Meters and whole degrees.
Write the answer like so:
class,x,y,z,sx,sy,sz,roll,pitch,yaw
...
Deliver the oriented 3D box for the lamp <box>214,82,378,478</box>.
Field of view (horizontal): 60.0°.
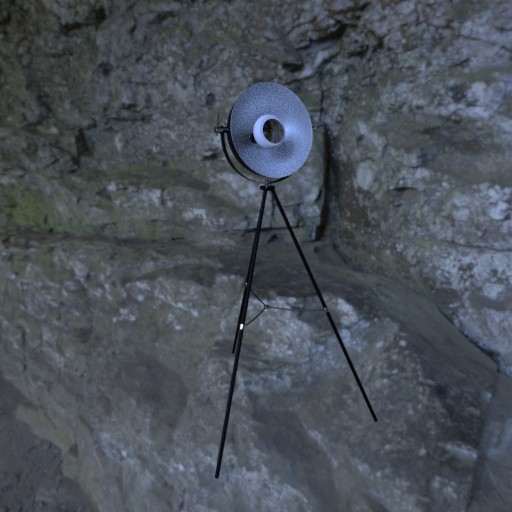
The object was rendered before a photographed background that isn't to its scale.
class,x,y,z,sx,sy,sz,roll,pitch,yaw
lamp,0.000,0.000,2.078,0.817,1.512,0.920,-9,19,-27
